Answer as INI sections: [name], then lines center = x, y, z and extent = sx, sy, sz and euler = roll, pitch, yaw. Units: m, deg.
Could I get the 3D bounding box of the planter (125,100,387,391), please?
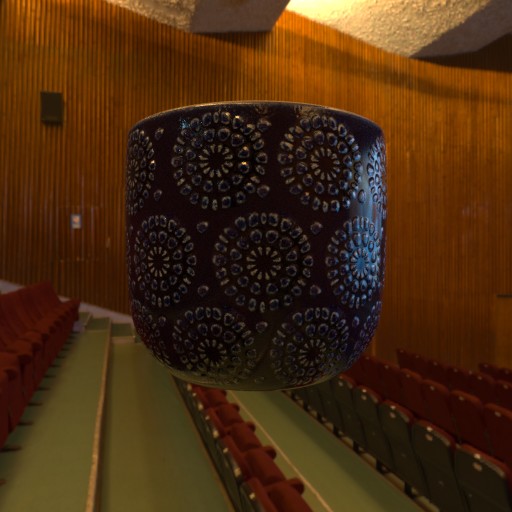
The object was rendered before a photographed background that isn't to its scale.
[planter]
center = 0.000, 0.000, 0.291
extent = 0.165, 0.149, 0.165
euler = 0, 0, 0
